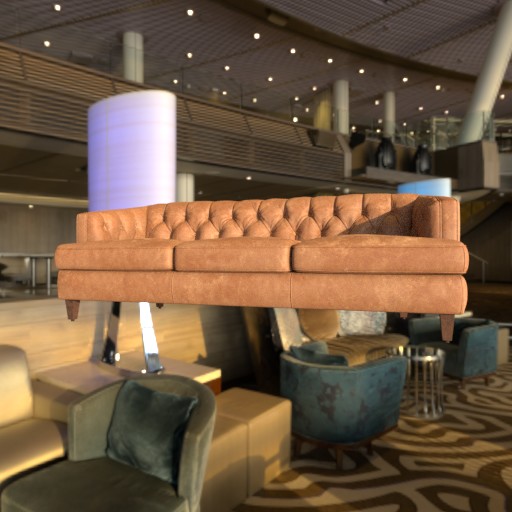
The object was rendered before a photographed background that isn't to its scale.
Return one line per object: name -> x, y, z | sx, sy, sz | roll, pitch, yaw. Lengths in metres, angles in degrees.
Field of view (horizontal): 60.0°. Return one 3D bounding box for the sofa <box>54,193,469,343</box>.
sofa -> 0.000, 0.000, 2.701 | 2.257, 0.791, 0.922 | 0, 0, 18
